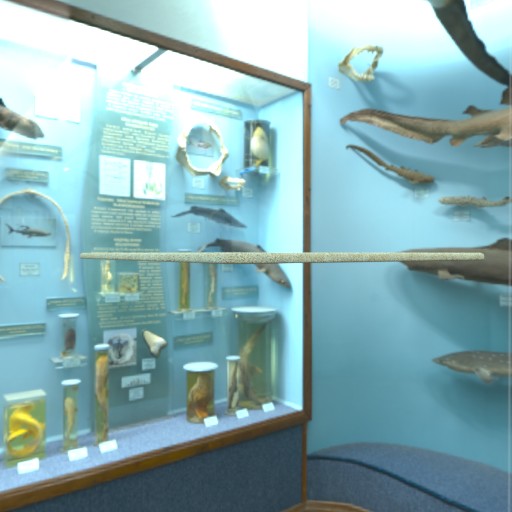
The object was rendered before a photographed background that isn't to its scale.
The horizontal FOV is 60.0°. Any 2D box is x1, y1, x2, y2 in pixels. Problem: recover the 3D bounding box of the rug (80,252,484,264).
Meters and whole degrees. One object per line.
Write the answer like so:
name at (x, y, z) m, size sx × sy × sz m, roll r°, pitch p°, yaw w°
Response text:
rug at (0.000, 0.000, 3.386) m, size 2.009 × 0.048 × 2.528 m, roll 0°, pitch 0°, yaw -35°
